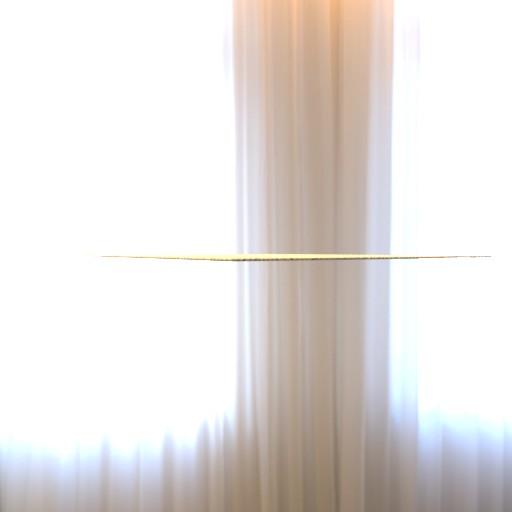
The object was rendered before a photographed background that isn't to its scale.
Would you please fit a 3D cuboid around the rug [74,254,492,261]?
[{"bbox_3d":[0.000,0.000,4.057,2.457,0.015,3.049,0,1,-35],"label":"rug"}]
